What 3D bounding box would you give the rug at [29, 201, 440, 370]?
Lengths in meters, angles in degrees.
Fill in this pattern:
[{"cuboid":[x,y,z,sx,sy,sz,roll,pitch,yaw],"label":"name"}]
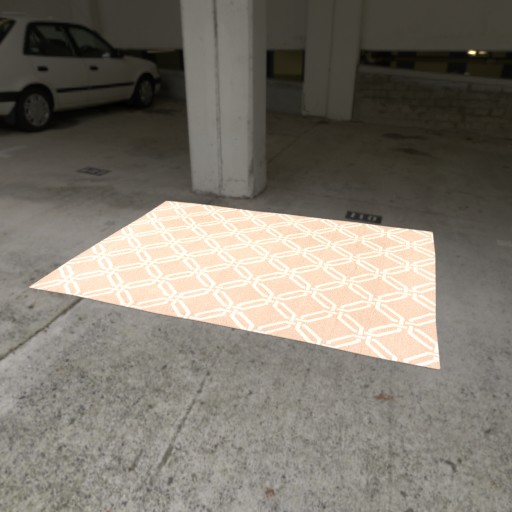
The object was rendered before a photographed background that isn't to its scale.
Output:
[{"cuboid":[0.000,0.000,4.387,3.365,0.020,2.452,8,27,17],"label":"rug"}]
